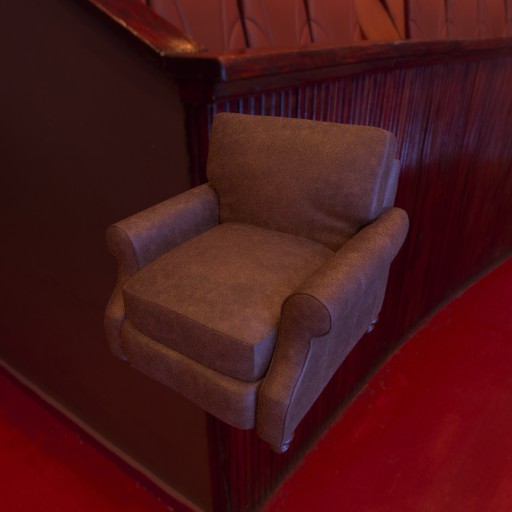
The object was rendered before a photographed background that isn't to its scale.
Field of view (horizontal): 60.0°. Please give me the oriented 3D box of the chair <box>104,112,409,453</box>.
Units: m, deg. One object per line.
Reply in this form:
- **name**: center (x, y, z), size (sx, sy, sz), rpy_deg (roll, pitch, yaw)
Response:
- **chair**: center (0.000, 0.000, 1.785), size (0.996, 0.976, 1.002), rpy_deg (18, 33, 30)
